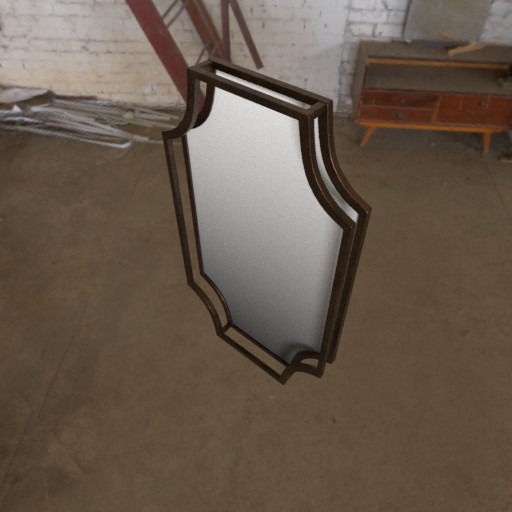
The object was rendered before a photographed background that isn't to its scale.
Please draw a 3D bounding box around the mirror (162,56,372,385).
[{"bbox_3d":[0.000,0.000,1.014,0.462,0.811,0.066,31,53,27],"label":"mirror"}]
